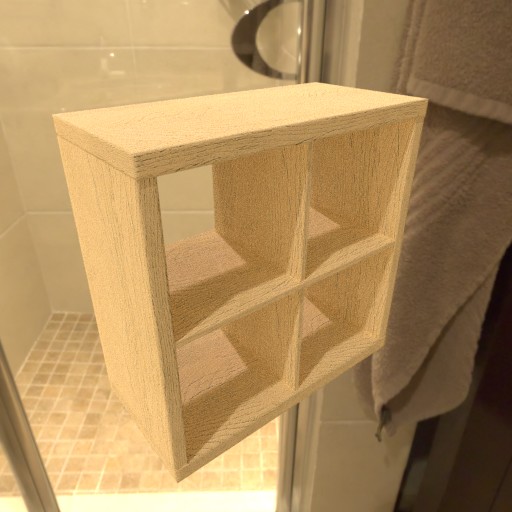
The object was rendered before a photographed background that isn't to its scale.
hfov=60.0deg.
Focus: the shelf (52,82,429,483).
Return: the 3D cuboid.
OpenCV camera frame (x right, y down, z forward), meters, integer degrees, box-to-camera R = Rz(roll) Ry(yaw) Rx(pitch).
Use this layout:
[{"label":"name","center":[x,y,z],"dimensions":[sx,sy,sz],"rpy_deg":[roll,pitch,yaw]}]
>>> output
[{"label":"shelf","center":[0.000,0.000,1.208],"dimensions":[0.790,0.786,0.390],"rpy_deg":[-21,35,-33]}]
